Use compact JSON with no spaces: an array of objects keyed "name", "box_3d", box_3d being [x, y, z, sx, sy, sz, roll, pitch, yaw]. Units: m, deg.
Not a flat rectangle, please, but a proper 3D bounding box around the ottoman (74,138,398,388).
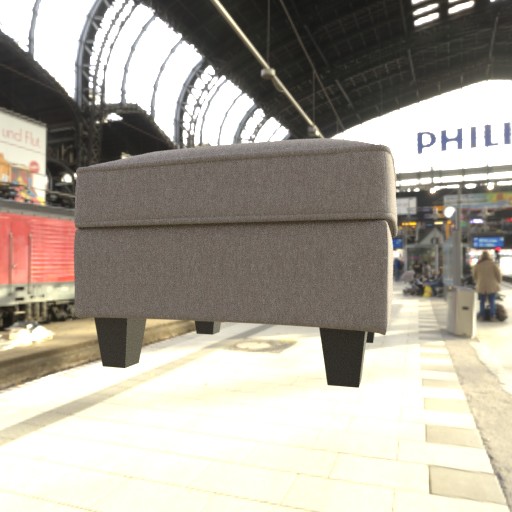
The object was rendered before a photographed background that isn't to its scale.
[{"name":"ottoman","box_3d":[0.000,0.000,1.429,0.871,0.612,0.808,0,-1,18]}]
